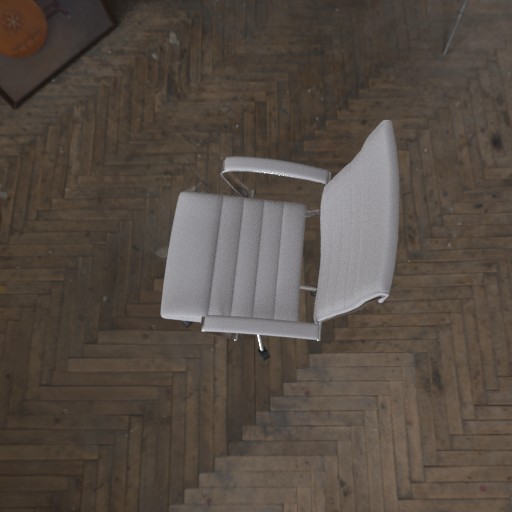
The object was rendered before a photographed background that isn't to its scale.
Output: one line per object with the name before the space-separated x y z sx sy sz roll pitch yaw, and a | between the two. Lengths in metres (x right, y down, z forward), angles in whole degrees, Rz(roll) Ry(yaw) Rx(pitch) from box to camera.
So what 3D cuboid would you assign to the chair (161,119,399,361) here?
chair | 0.000 0.000 1.573 0.667 1.149 0.679 5 75 1
